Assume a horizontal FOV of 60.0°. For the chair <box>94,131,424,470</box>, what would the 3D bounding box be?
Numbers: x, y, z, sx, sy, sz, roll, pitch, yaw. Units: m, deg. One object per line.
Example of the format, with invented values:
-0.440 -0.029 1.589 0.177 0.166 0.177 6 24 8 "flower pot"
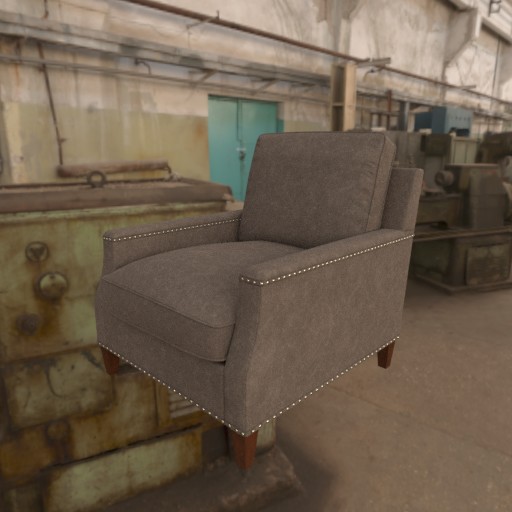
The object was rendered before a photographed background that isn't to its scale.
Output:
0.000 0.000 1.726 0.853 0.948 1.014 13 20 42 "chair"
